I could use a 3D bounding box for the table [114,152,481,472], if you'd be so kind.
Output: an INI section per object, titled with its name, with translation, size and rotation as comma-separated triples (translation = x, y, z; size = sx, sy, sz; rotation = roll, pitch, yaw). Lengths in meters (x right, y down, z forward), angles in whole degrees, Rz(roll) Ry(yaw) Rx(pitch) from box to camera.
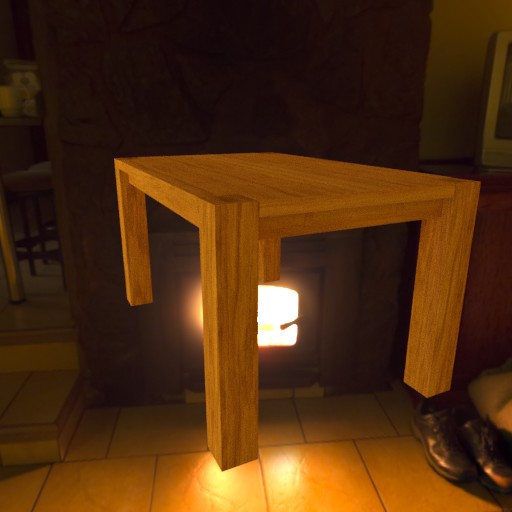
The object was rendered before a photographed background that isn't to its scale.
[table]
translation = 0.000, 0.000, 1.921
size = 0.900, 0.760, 1.400
rotation = -8, 19, -25
